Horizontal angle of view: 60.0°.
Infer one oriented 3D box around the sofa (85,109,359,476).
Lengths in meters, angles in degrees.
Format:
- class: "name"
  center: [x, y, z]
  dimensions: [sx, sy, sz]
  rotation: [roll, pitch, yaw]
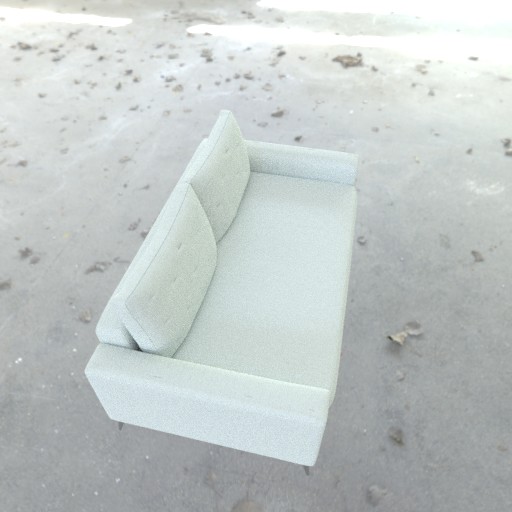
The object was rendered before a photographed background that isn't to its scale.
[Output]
- class: "sofa"
  center: [0.000, 0.000, 2.167]
  dimensions: [0.920, 0.790, 1.650]
  rotation: [9, 47, 9]
